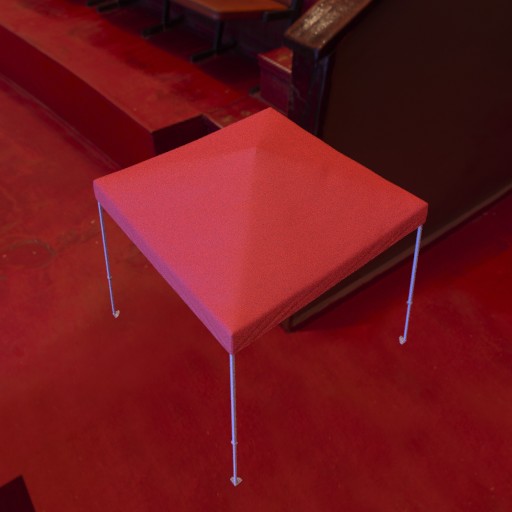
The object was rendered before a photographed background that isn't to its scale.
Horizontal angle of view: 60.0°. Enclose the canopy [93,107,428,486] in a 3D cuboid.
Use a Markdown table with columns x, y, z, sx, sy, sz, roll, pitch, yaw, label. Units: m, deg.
| x | y | z | sx | sy | sz | roll | pitch | yaw | label |
| --- | --- | --- | --- | --- | --- | --- | --- | --- | --- |
| 0.000 | 0.000 | 6.328 | 3.600 | 3.600 | 3.599 | -31 | 54 | -25 | canopy |
